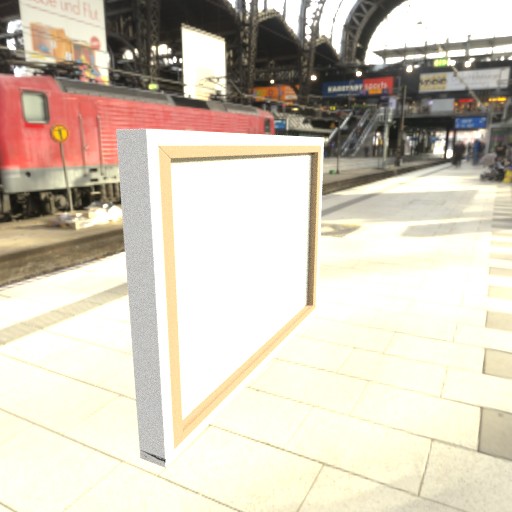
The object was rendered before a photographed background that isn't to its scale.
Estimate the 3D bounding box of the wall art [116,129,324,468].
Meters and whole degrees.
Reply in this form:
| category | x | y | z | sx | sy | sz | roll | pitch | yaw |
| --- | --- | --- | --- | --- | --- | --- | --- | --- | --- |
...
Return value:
| category | x | y | z | sx | sy | sz | roll | pitch | yaw |
| --- | --- | --- | --- | --- | --- | --- | --- | --- | --- |
| wall art | 0.000 | 0.000 | 0.786 | 0.042 | 0.414 | 0.608 | 7 | 15 | 25 |
